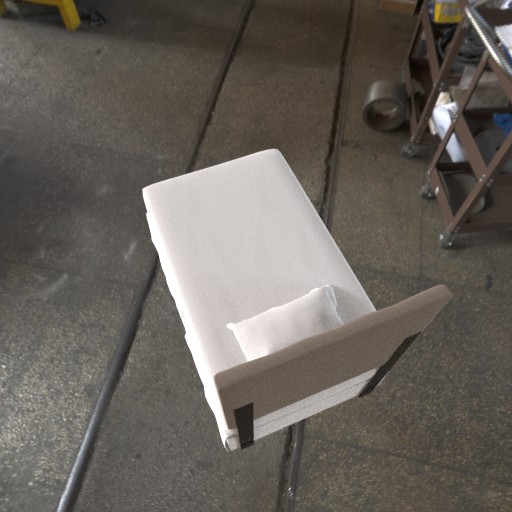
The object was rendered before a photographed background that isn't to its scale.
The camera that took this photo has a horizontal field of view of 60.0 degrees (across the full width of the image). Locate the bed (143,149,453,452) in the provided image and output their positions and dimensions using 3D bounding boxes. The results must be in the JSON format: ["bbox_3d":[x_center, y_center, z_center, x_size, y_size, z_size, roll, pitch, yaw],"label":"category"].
[{"bbox_3d":[0.000,0.000,3.024,1.261,1.571,1.997,-19,60,-11],"label":"bed"}]
